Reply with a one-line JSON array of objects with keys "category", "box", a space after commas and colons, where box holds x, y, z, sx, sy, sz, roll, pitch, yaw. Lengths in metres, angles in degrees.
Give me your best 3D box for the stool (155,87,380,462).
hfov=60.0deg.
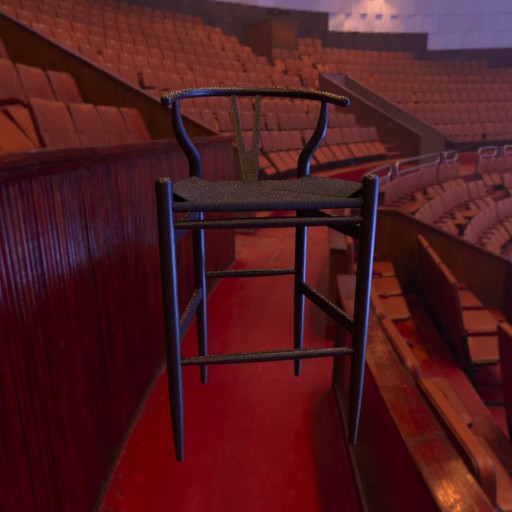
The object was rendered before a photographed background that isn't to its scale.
[{"category": "stool", "box": [0.000, 0.000, 1.442, 0.569, 1.072, 0.579, -2, 17, -7]}]
